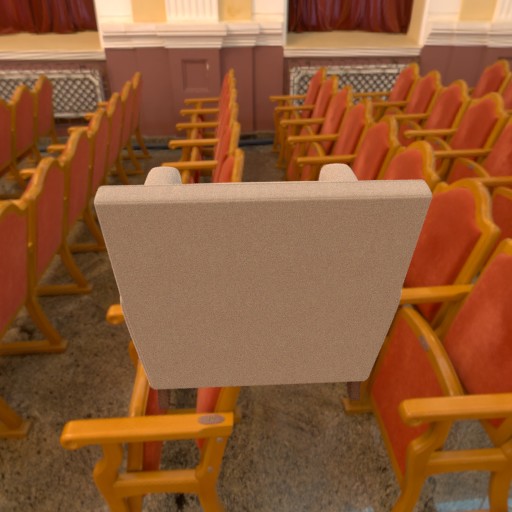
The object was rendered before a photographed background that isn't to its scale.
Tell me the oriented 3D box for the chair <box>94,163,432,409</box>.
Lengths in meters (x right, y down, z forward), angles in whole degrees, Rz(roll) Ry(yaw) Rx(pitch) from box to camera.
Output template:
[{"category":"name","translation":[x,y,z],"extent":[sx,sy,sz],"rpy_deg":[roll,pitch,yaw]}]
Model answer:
[{"category":"chair","translation":[0.000,0.000,1.571],"extent":[0.840,0.846,0.871],"rpy_deg":[-2,31,-3]}]
